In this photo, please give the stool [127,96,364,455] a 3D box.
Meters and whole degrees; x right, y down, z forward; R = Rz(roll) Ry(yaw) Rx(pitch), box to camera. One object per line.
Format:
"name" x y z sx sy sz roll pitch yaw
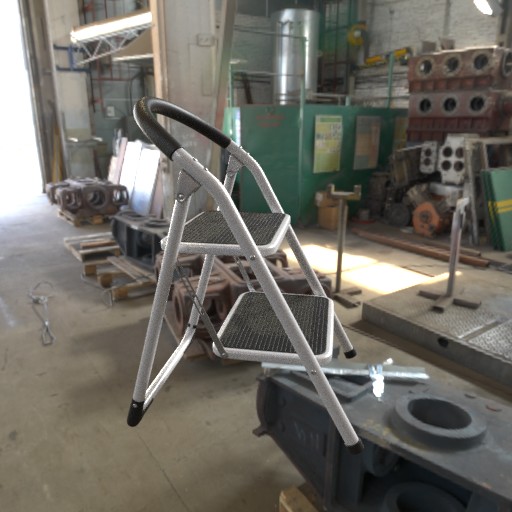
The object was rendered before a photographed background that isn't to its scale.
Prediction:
"stool" 0.000 0.000 1.116 0.559 0.760 0.453 3 17 10
